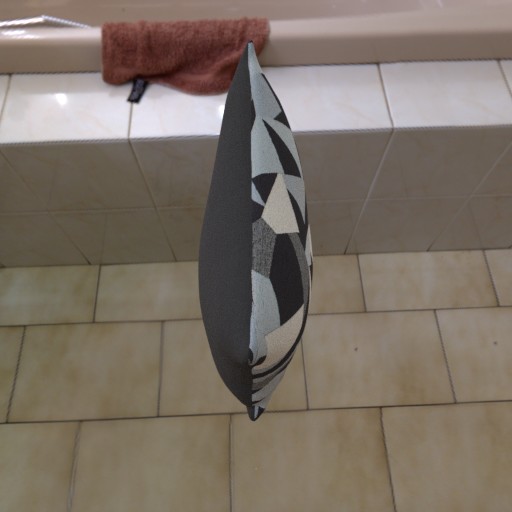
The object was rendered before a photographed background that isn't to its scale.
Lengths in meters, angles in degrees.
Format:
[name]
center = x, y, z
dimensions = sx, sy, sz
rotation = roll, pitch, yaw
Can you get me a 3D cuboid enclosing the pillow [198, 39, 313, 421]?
[pillow]
center = 0.000, 0.000, 0.778
dimensions = 0.208, 0.496, 0.503
rotation = 0, 64, 0
